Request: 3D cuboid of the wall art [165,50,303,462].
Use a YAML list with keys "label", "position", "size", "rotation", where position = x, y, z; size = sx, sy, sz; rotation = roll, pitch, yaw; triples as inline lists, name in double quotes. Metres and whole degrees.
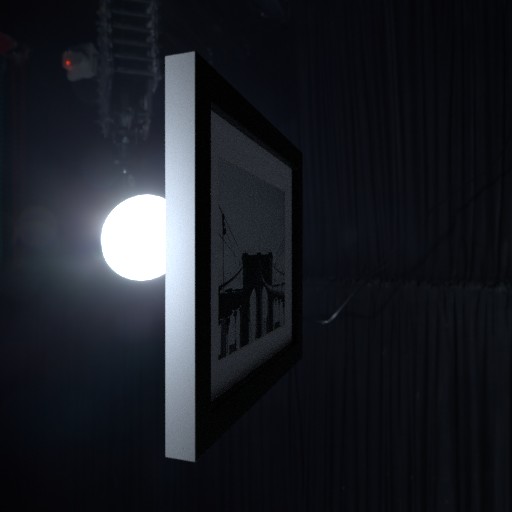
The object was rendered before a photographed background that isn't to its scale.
- label: "wall art"
  position: [0.000, 0.000, 0.539]
  size: [0.028, 0.330, 0.380]
  rotation: [0, 0, 19]
